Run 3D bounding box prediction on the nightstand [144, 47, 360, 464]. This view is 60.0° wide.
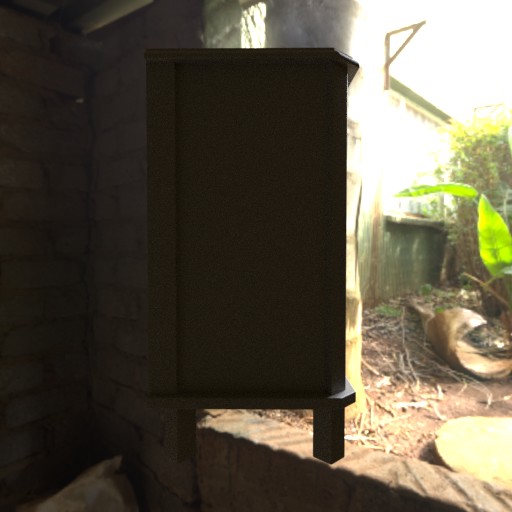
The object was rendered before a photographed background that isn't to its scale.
[{"bbox_3d":[0.000,0.000,0.933,0.350,0.680,0.450,0,2,1],"label":"nightstand"}]
